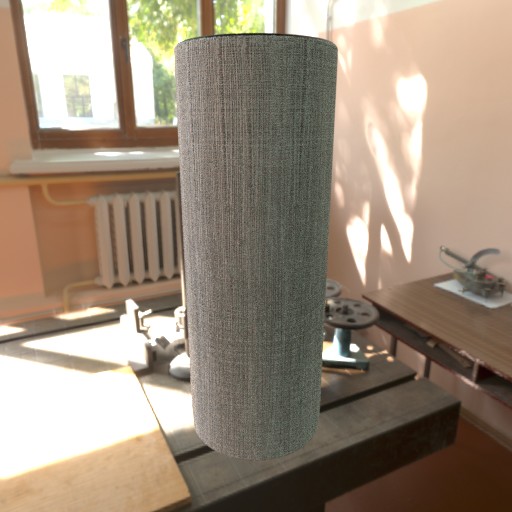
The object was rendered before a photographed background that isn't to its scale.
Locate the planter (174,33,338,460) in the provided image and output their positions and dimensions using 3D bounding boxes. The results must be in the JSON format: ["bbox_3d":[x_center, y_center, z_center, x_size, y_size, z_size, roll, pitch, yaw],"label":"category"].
[{"bbox_3d":[0.000,0.000,0.313,0.100,0.270,0.100,2,18,7],"label":"planter"}]
